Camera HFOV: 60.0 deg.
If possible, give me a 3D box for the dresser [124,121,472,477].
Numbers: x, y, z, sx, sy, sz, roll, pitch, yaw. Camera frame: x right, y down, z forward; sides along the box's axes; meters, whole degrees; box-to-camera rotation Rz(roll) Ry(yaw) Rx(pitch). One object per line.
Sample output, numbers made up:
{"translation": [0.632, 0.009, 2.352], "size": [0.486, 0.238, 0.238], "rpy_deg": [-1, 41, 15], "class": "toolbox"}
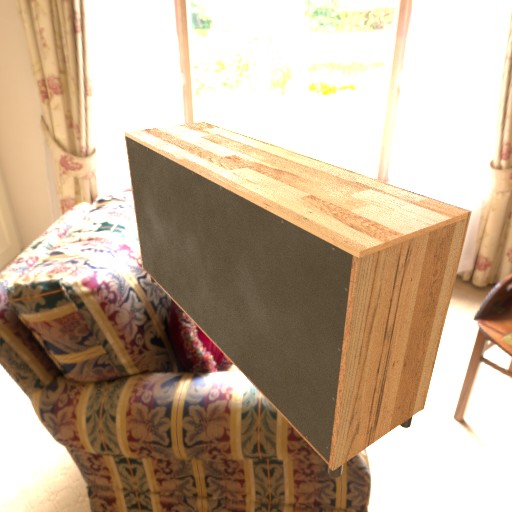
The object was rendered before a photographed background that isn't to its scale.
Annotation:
{"translation": [0.000, 0.000, 1.889], "size": [0.487, 0.834, 1.547], "rpy_deg": [-18, 32, -30], "class": "dresser"}
